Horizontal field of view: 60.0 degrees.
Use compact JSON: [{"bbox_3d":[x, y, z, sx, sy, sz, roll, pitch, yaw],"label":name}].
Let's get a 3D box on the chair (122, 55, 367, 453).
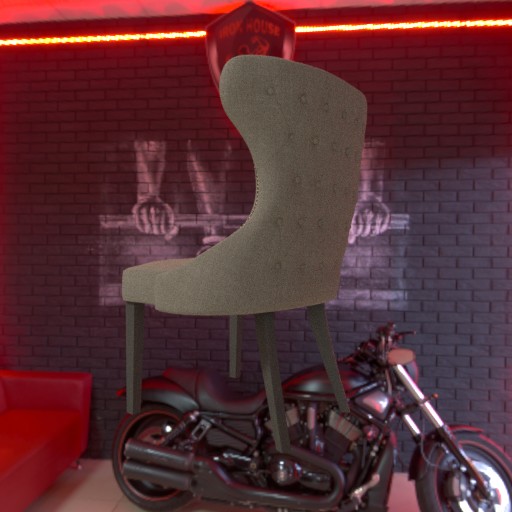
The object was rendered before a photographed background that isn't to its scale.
[{"bbox_3d":[0.000,0.000,1.378,0.635,0.967,0.628,1,1,38],"label":"chair"}]
